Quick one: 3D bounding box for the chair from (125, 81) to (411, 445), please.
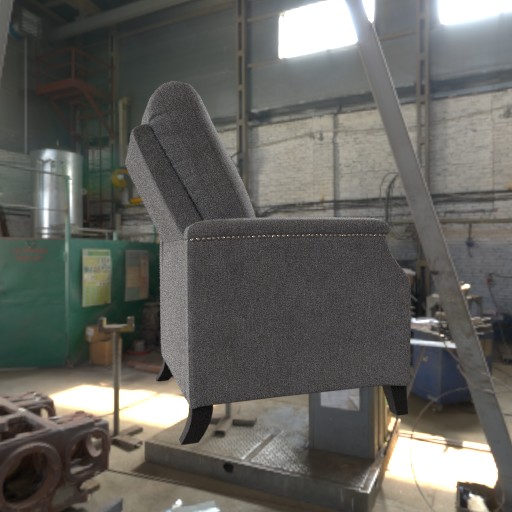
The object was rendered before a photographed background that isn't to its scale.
[{"bbox_3d":[0.000,0.000,1.657,0.922,1.049,0.710,0,0,-19],"label":"chair"}]
